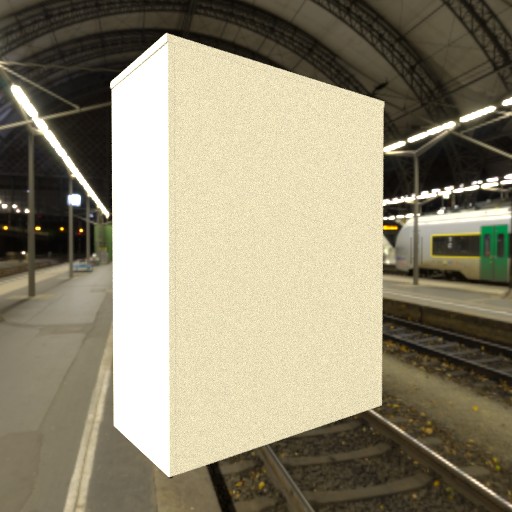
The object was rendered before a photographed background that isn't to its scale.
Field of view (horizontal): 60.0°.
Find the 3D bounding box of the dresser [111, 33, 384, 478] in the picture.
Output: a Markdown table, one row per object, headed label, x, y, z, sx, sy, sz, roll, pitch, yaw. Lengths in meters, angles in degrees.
| label | x | y | z | sx | sy | sz | roll | pitch | yaw |
| --- | --- | --- | --- | --- | --- | --- | --- | --- | --- |
| dresser | 0.000 | 0.000 | 1.421 | 0.800 | 1.040 | 0.380 | -1 | 1 | -37 |
